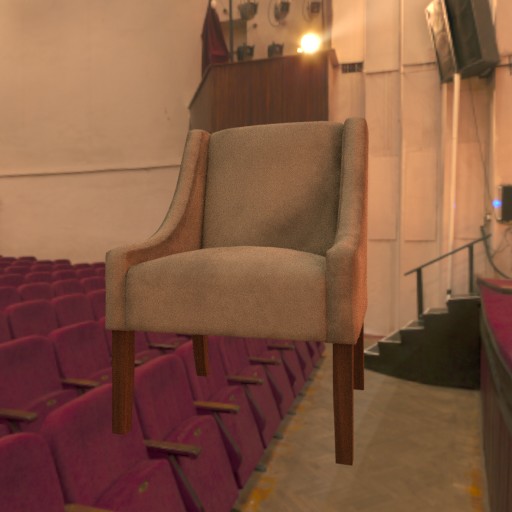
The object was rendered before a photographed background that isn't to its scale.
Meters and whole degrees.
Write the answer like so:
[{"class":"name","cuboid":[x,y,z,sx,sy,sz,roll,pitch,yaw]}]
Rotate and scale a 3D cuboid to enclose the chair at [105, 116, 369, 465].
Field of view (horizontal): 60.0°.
[{"class":"chair","cuboid":[0.000,0.000,1.310,0.629,0.895,0.629,0,1,16]}]
